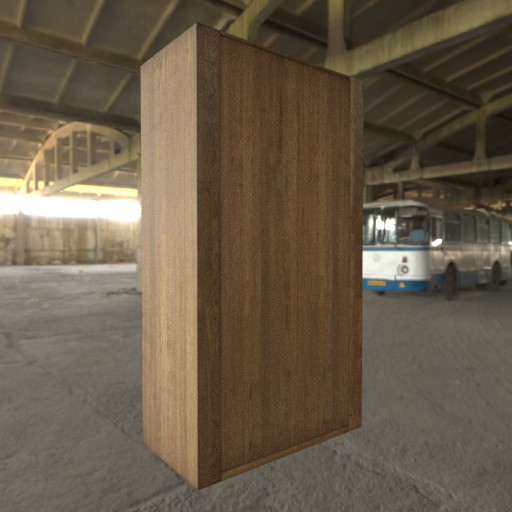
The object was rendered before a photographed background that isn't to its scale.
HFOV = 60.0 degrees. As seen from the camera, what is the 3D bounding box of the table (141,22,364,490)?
[{"bbox_3d":[0.000,0.000,2.464,1.100,2.000,0.600,-1,2,-38],"label":"table"}]
